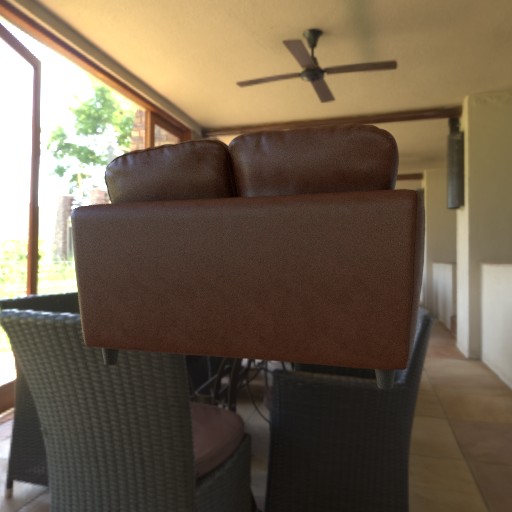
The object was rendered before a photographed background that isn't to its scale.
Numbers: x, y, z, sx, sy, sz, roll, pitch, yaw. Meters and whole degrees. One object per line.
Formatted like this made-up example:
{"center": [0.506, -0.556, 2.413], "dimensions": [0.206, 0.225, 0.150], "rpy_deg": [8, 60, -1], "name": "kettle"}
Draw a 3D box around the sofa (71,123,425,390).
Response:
{"center": [0.000, 0.000, 1.955], "dimensions": [1.406, 0.906, 0.805], "rpy_deg": [0, -1, 18], "name": "sofa"}
